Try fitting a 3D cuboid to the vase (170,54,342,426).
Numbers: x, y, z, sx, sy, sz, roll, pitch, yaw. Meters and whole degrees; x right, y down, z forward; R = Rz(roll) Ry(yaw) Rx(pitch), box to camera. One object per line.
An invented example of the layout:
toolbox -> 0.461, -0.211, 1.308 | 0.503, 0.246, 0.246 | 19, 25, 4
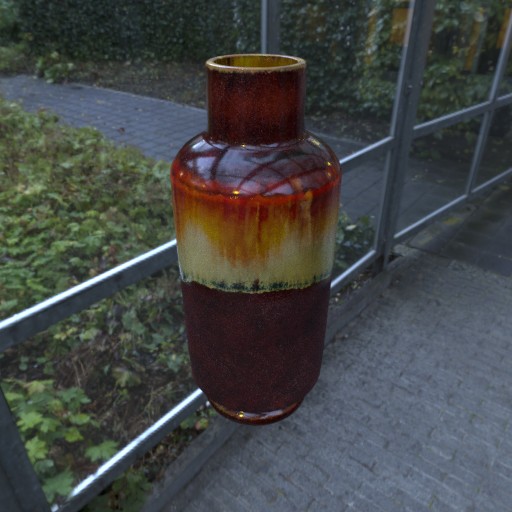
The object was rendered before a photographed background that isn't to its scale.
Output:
vase -> 0.000, 0.000, 0.320 | 0.111, 0.261, 0.111 | 0, 32, 0
